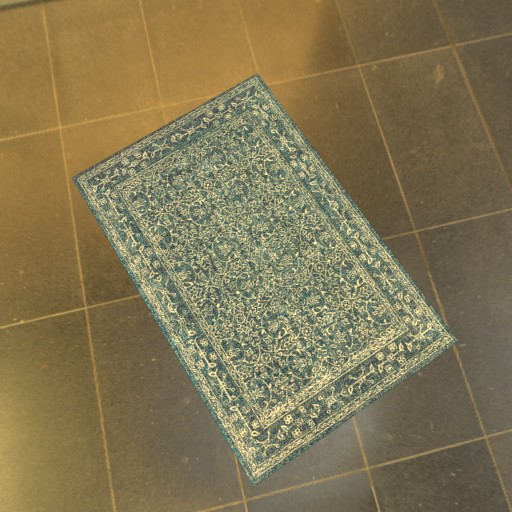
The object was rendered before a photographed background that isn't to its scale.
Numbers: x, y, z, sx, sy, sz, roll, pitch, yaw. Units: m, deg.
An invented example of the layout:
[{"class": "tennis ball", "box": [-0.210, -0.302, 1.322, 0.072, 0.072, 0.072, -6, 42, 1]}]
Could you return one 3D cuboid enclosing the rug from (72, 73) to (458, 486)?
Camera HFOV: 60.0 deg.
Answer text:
[{"class": "rug", "box": [0.000, 0.000, 2.289, 1.200, 0.005, 1.819, -32, 78, -8]}]
